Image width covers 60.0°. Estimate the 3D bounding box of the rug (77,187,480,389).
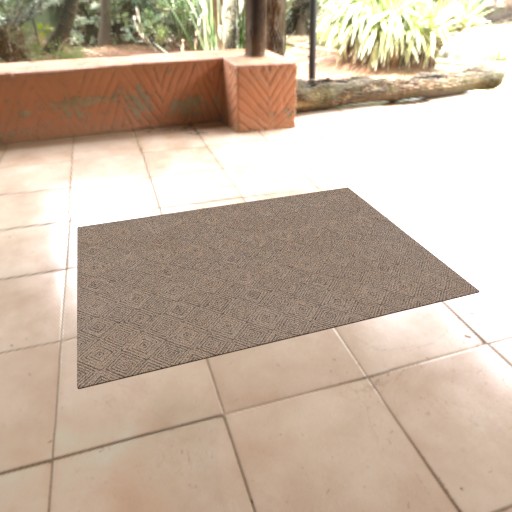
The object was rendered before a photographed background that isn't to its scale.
[{"bbox_3d":[0.000,0.000,2.931,2.238,0.008,1.593,-10,34,-16],"label":"rug"}]
